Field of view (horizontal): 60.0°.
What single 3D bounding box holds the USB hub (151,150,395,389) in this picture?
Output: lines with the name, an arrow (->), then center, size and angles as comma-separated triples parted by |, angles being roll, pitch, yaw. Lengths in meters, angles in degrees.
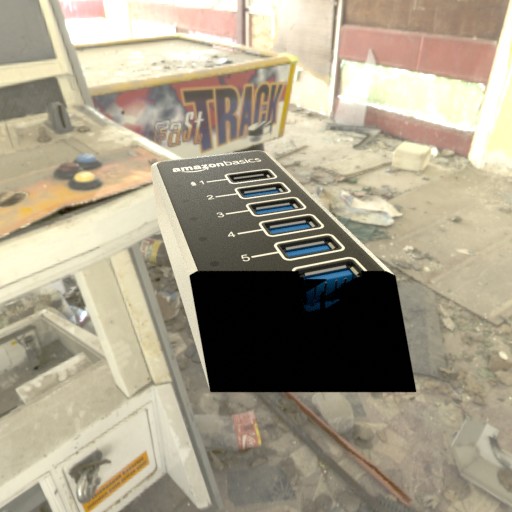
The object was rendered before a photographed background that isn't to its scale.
USB hub -> 0.000, 0.000, 0.126 | 0.044, 0.023, 0.110 | -10, 34, -15
